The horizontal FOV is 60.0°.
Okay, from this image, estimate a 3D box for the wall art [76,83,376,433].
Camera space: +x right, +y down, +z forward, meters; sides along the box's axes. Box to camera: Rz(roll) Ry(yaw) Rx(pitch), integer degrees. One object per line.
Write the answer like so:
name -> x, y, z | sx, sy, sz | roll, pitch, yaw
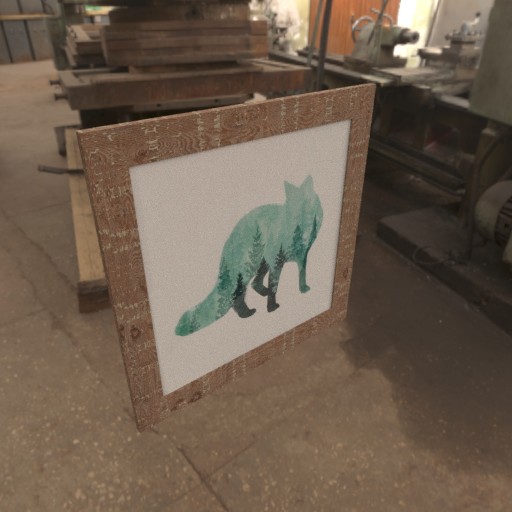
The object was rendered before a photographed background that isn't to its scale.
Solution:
wall art -> 0.000, 0.000, 0.576 | 0.384, 0.384, 0.012 | -21, 37, -32
